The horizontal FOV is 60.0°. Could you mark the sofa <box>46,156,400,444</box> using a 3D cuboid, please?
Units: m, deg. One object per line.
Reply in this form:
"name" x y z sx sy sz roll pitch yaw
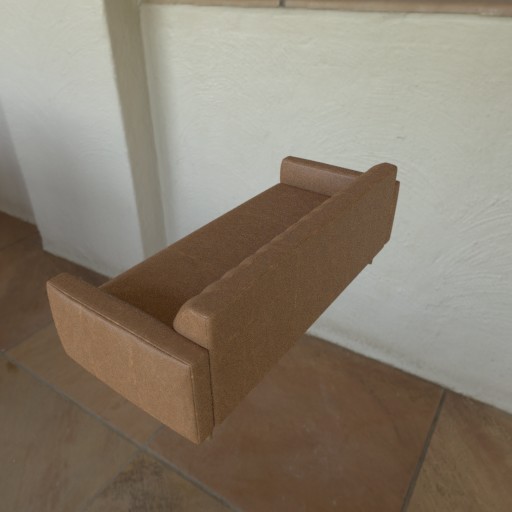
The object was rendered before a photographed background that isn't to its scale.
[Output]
"sofa" 0.000 0.000 2.795 0.990 0.821 2.291 21 38 30
